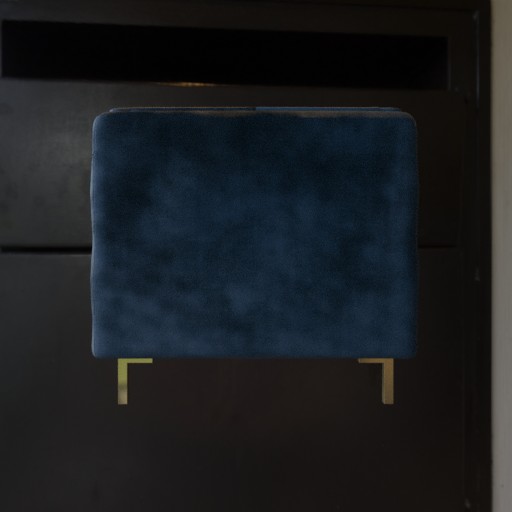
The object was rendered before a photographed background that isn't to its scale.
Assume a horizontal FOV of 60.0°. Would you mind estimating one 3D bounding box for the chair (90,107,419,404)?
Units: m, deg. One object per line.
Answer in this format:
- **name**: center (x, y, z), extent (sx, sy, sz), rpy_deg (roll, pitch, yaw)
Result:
- **chair**: center (0.000, 0.000, 1.547), extent (0.868, 0.771, 0.877), rpy_deg (0, 0, 0)
